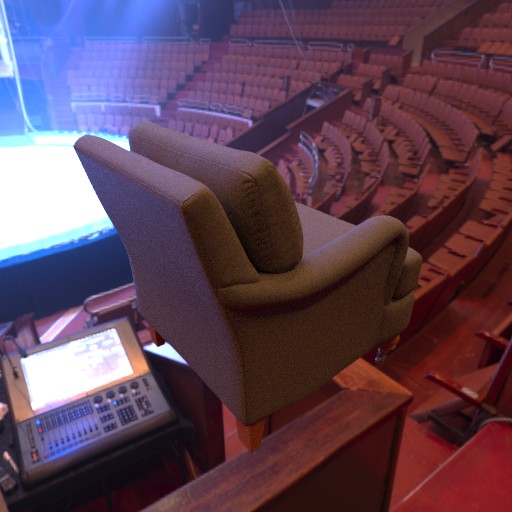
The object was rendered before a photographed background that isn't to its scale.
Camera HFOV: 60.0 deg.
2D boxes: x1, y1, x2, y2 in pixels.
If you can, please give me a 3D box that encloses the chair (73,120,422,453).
[{"bbox_3d":[0.000,0.000,1.822,1.070,1.038,0.955,-18,31,-33],"label":"chair"}]
